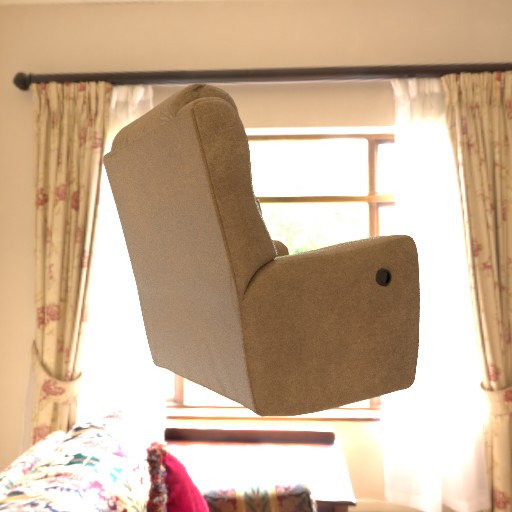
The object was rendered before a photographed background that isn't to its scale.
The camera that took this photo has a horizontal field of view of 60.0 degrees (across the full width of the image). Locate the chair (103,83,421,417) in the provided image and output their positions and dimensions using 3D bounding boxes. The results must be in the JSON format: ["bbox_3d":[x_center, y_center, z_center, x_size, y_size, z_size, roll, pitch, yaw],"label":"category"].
[{"bbox_3d":[0.000,0.000,1.909,1.068,1.116,0.965,0,-1,-36],"label":"chair"}]
